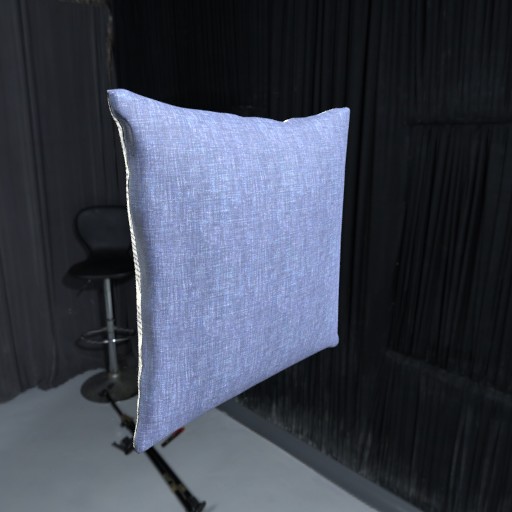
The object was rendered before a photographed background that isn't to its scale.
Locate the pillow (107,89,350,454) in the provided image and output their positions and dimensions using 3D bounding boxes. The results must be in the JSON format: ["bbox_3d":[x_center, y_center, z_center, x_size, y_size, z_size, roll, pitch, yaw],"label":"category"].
[{"bbox_3d":[0.000,0.000,0.765,0.145,0.510,0.510,15,21,43],"label":"pillow"}]
